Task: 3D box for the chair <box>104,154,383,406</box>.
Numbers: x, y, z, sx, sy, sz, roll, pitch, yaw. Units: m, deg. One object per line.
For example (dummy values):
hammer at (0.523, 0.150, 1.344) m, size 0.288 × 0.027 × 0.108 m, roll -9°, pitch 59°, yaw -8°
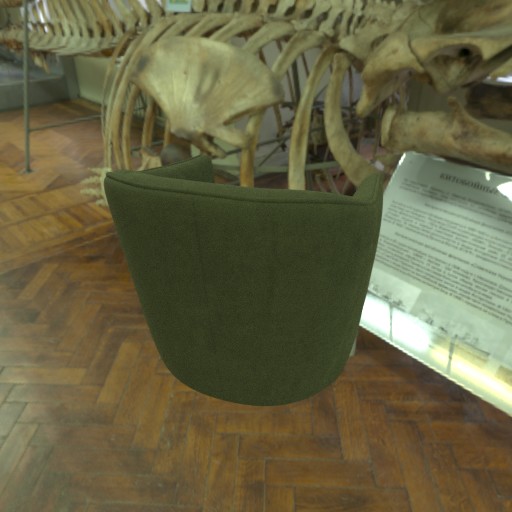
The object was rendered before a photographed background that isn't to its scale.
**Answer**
chair at (0.000, 0.000, 1.443) m, size 0.747 × 0.799 × 0.875 m, roll 9°, pitch 32°, yaw 14°
